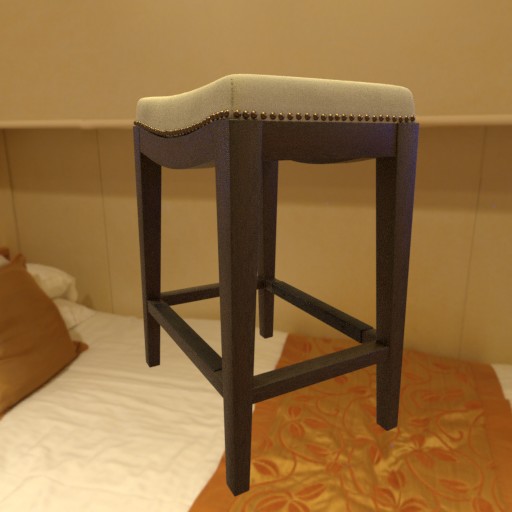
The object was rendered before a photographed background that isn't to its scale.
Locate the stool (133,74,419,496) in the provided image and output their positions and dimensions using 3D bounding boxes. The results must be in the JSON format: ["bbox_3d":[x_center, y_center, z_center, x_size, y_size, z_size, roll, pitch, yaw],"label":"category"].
[{"bbox_3d":[0.000,0.000,0.918,0.361,0.642,0.500,-8,17,-28],"label":"stool"}]
